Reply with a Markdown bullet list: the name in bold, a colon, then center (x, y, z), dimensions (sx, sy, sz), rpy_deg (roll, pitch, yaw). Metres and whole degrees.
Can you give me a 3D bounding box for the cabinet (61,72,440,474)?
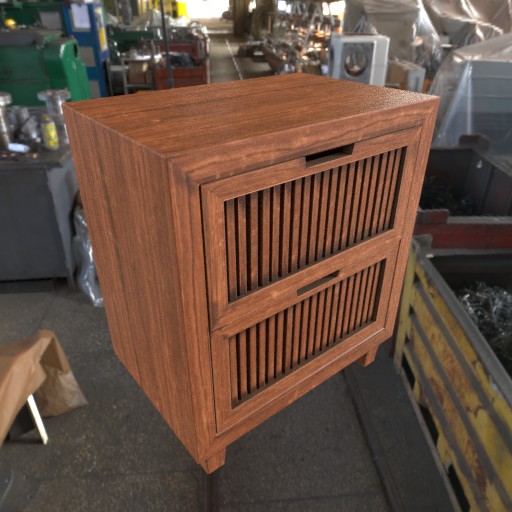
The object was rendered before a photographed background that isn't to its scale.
- **cabinet**: center (0.000, 0.000, 1.025), dimensions (0.607, 0.695, 0.410), rpy_deg (-22, 37, -32)
